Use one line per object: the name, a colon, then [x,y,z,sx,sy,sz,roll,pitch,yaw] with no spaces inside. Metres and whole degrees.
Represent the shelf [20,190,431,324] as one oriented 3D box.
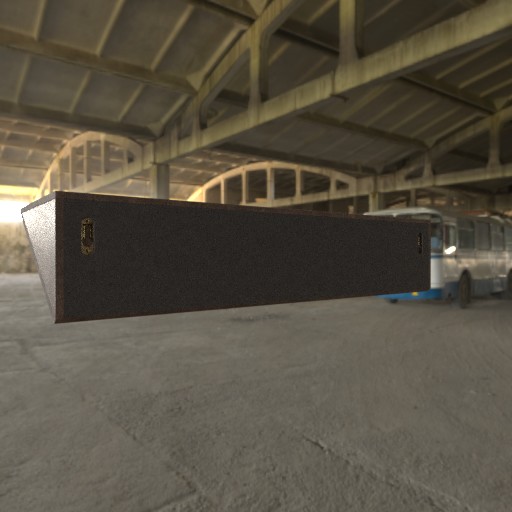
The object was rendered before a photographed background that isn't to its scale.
shelf: [0.000,0.000,0.673,0.610,0.125,0.200,0,0,-36]
